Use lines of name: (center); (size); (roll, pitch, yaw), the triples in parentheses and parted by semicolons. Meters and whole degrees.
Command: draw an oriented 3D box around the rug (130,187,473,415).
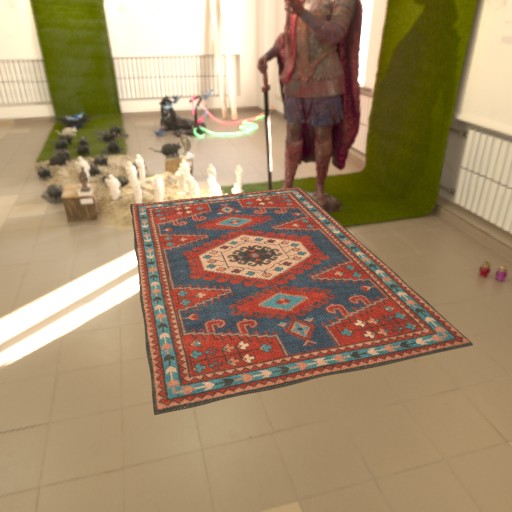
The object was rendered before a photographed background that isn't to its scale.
rug: (0.000, 0.000, 2.310); (1.207, 0.012, 1.820); (-8, 30, -14)
